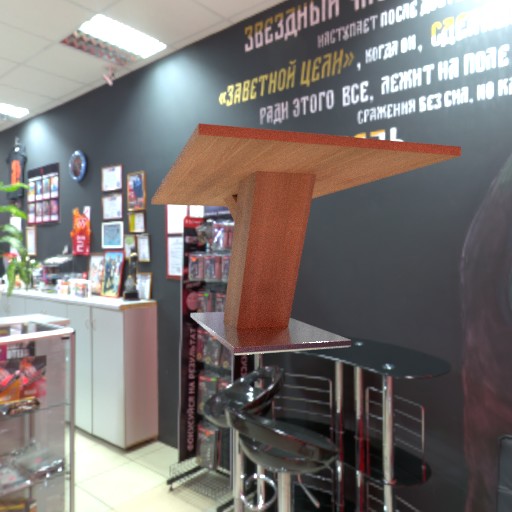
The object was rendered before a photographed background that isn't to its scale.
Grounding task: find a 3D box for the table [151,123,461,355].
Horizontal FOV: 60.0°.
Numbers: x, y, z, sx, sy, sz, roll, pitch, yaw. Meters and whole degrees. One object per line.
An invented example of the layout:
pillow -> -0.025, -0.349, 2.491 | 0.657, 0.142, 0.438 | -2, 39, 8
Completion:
table -> 0.000, 0.000, 2.235 | 0.900, 0.750, 1.800 | 0, 0, -17
